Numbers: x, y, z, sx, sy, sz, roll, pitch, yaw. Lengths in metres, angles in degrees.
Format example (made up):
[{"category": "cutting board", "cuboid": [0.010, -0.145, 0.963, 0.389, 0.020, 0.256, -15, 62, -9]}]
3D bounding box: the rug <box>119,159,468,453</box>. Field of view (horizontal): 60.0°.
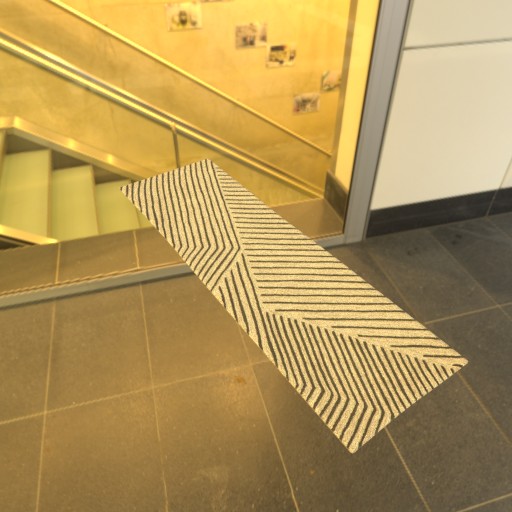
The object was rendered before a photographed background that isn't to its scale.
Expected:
[{"category": "rug", "cuboid": [0.000, 0.000, 2.704, 0.773, 0.020, 2.439, -25, 47, -26]}]
